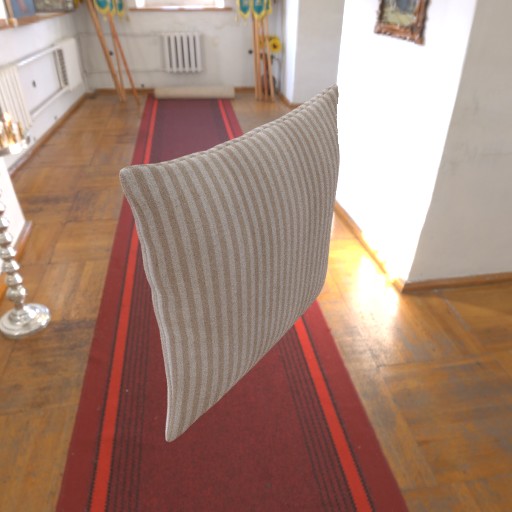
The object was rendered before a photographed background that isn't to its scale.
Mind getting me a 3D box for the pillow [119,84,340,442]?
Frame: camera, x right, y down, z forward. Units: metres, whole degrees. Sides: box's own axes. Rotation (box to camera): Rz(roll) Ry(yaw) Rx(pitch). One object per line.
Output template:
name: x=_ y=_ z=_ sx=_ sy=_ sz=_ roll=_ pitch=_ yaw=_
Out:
pillow: x=0.000 y=0.000 z=0.806 sx=0.166 sy=0.510 sz=0.523 roll=22 pitch=39 yaw=29
